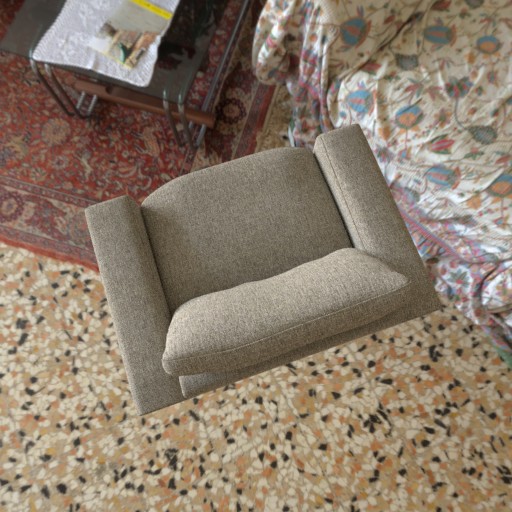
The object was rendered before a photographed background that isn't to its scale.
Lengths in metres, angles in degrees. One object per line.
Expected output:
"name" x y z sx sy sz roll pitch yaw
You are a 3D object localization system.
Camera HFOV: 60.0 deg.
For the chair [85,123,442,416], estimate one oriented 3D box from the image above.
"chair" 0.000 0.000 2.113 1.398 0.915 1.039 -18 76 -5
